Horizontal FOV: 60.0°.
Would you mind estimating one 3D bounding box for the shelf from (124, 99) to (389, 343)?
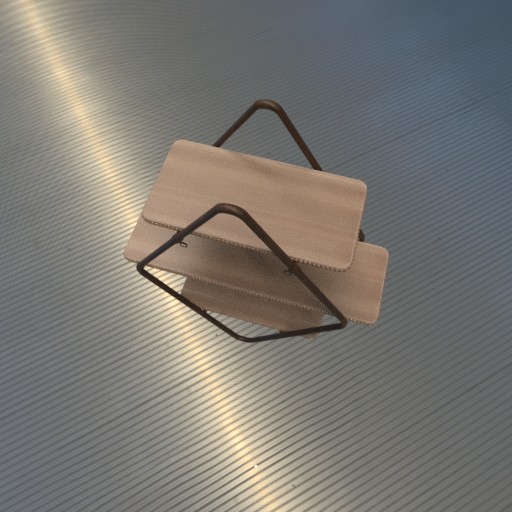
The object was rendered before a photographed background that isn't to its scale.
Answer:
[{"bbox_3d":[0.000,0.000,1.057,0.609,0.774,0.234,14,65,7],"label":"shelf"}]
